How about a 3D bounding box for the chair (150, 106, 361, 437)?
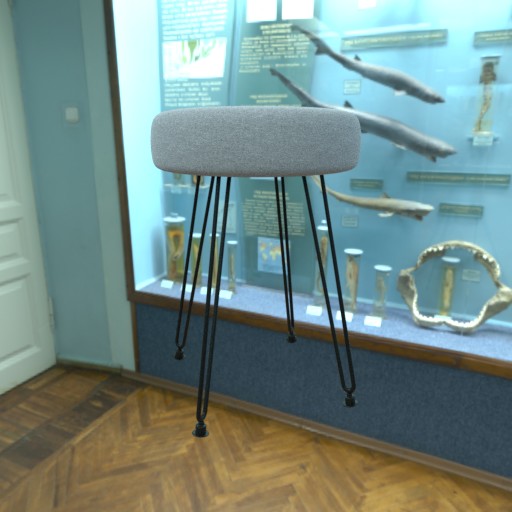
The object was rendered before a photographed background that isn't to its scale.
[{"bbox_3d":[0.000,0.000,0.699,0.350,0.440,0.350,8,17,26],"label":"chair"}]
